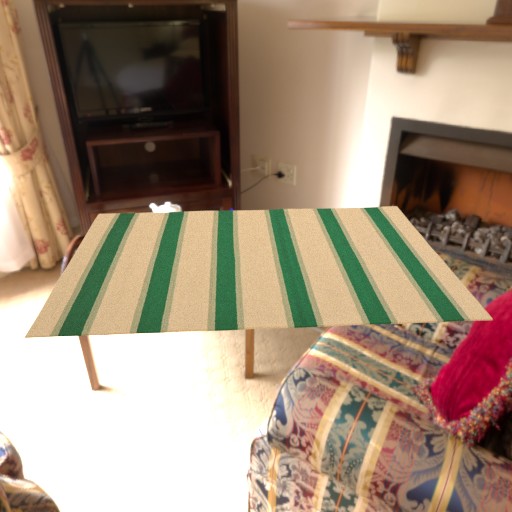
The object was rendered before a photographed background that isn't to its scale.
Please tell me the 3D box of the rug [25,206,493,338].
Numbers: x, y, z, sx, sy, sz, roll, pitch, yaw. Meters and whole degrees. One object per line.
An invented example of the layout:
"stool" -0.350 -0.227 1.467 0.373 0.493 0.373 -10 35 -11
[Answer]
"rug" 0.000 0.000 2.954 2.436 0.015 1.521 -2 30 -3
